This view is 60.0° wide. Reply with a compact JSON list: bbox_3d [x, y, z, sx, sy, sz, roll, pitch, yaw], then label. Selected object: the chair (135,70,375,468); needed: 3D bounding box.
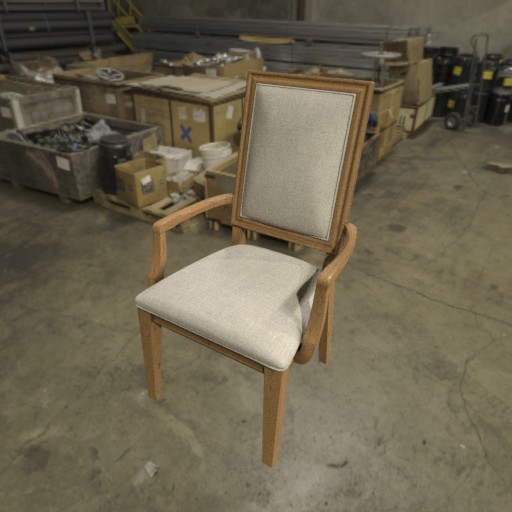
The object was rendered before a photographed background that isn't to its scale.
[{"bbox_3d":[0.000,0.000,1.386,0.606,0.990,0.602,18,35,28],"label":"chair"}]
